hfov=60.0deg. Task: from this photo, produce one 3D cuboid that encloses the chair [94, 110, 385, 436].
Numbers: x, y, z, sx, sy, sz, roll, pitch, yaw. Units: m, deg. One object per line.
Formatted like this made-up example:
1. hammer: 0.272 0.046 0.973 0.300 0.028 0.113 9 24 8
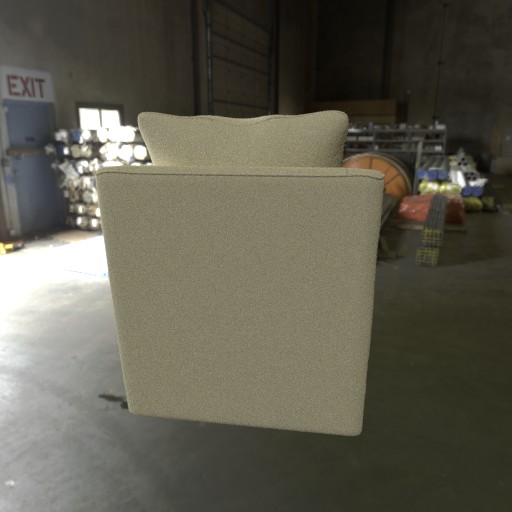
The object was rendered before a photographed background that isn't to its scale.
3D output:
1. chair: 0.000 0.000 1.594 0.756 0.965 0.876 2 16 8
